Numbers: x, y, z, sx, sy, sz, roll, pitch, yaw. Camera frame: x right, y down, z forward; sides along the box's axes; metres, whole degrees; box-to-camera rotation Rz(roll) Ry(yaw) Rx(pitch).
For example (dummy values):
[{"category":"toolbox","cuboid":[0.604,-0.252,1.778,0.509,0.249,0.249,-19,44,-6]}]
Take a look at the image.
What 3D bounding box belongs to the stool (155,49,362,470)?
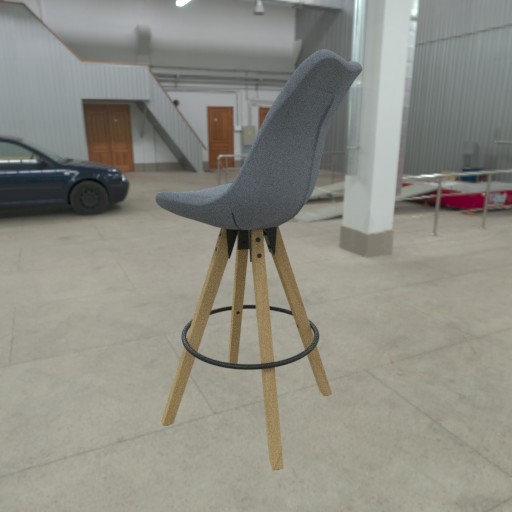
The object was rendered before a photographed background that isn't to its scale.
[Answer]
[{"category":"stool","cuboid":[0.000,0.000,1.386,0.550,1.115,0.485,9,19,27]}]
